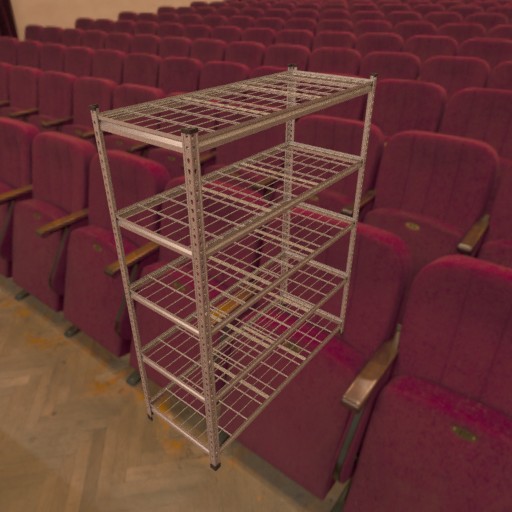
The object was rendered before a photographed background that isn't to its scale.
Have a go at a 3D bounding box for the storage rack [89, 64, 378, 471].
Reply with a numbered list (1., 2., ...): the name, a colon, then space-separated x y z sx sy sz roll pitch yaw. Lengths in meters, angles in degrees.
1. storage rack: 0.000 0.000 2.735 0.610 1.981 1.524 22 38 32
